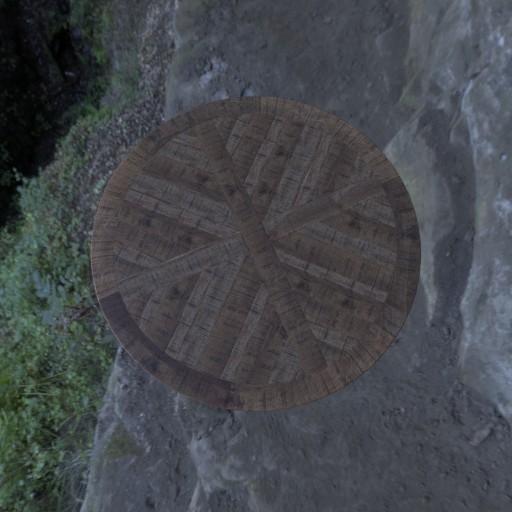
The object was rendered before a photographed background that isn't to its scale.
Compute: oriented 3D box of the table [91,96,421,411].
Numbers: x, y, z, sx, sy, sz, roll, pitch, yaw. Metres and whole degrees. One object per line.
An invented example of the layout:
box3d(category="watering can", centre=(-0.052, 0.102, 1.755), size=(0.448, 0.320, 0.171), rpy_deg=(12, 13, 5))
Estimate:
box3d(category="table", centre=(0.000, 0.000, 1.949), size=(1.264, 0.516, 1.264), rpy_deg=(0, 74, 0))
